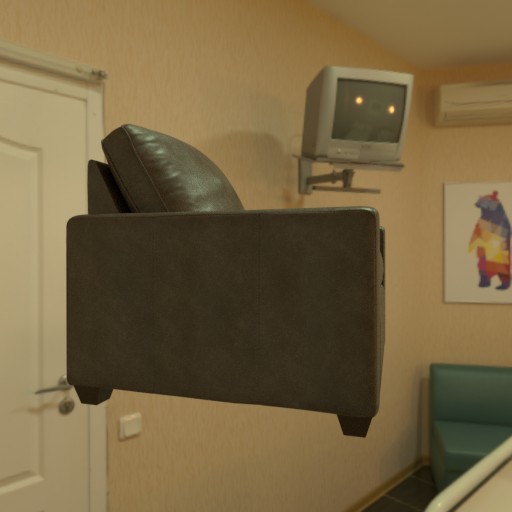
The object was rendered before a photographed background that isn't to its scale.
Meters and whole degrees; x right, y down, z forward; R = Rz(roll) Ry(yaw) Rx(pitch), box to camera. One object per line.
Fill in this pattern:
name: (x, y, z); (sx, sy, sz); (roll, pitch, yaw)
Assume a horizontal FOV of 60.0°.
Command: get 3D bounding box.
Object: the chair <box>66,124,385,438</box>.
chair: (0.000, 0.000, 1.694); (0.939, 0.916, 1.006); (0, 1, 17)
